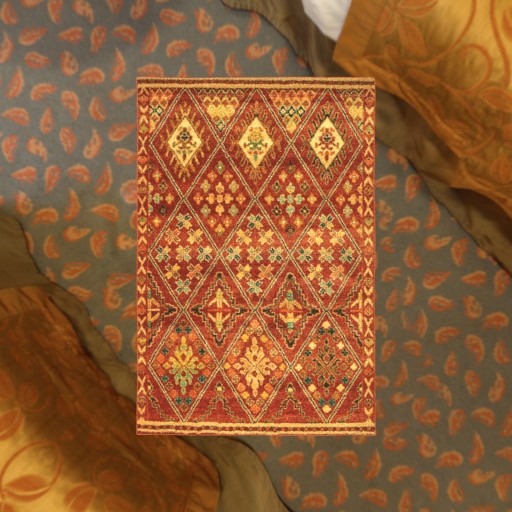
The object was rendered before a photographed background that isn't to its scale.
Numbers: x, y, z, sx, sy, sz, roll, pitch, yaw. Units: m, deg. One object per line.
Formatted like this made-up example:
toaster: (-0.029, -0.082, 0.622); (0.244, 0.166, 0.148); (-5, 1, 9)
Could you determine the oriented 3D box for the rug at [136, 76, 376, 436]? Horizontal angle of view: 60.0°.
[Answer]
rug: (0.000, 0.000, 2.822); (1.521, 0.026, 2.286); (0, 90, 0)
